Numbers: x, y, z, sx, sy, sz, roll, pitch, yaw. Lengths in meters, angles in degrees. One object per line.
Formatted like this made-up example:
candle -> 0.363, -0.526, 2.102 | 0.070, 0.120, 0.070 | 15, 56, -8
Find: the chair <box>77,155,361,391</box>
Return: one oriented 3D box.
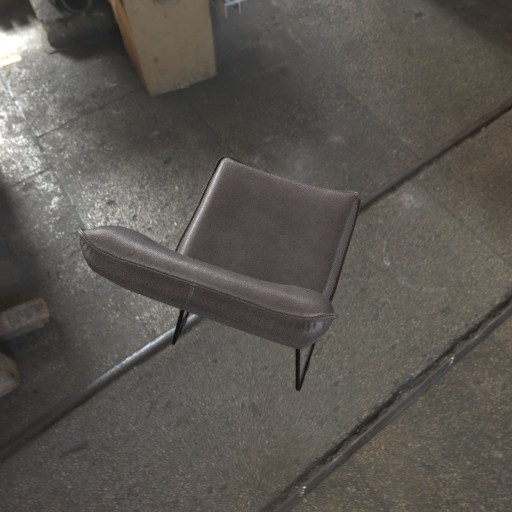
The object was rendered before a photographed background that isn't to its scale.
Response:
chair -> 0.000, 0.000, 1.322 | 0.515, 0.932, 0.688 | 18, 64, 9
